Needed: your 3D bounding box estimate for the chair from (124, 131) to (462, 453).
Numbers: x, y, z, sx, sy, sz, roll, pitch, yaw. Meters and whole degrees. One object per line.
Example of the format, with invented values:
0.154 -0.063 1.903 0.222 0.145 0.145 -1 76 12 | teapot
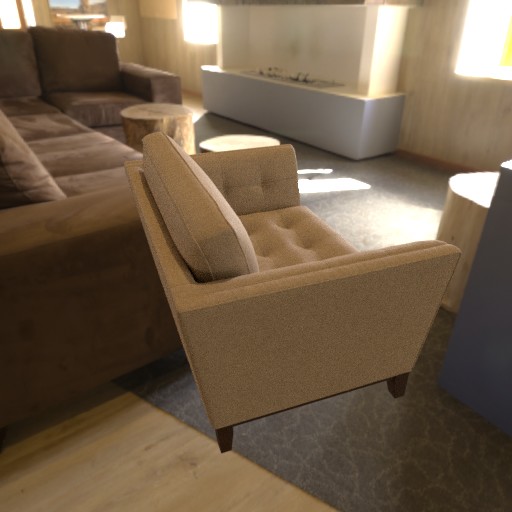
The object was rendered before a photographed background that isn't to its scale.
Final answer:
0.000 0.000 2.034 0.965 0.940 1.397 -10 31 -18 | chair
